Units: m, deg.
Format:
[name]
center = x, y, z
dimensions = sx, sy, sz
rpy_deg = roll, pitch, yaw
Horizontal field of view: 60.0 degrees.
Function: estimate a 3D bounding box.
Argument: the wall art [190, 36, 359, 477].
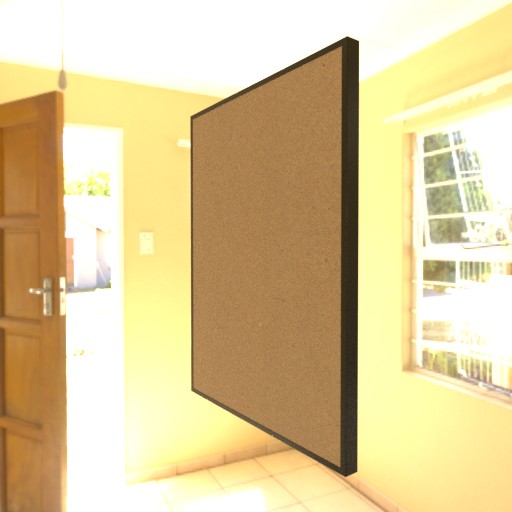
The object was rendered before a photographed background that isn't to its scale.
[wall art]
center = 0.000, 0.000, 1.381
dimensions = 0.043, 1.046, 0.788
rpy_deg = -1, 1, -36
